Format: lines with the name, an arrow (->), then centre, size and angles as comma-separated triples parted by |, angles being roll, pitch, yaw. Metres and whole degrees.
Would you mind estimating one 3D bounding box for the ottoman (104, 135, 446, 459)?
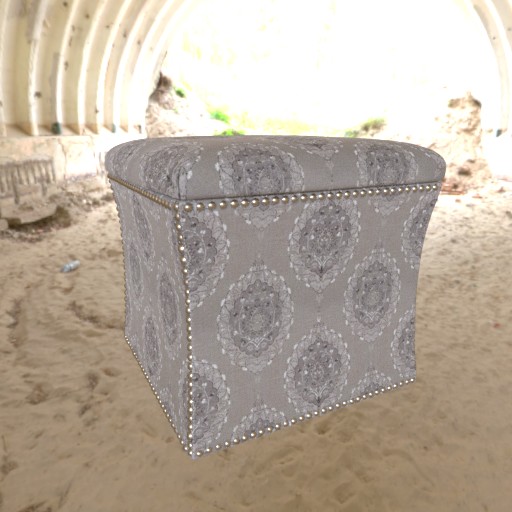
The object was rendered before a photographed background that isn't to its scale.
ottoman -> 0.000, 0.000, 0.898 | 0.497, 0.473, 0.507 | -8, 18, -26
